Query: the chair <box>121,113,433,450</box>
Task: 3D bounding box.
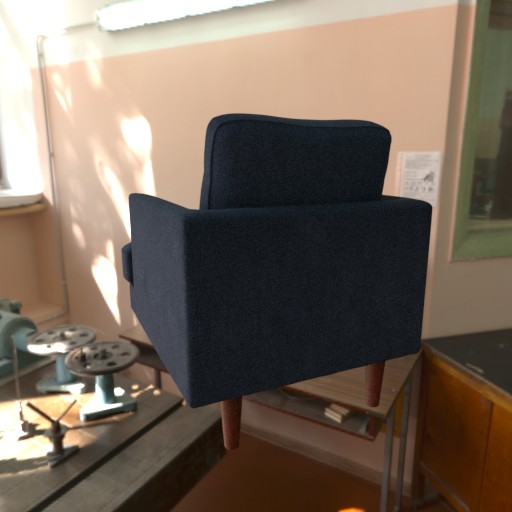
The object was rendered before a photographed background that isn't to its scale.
[{"bbox_3d":[0.000,0.000,1.658,0.858,0.957,0.899,-6,14,-25],"label":"chair"}]
